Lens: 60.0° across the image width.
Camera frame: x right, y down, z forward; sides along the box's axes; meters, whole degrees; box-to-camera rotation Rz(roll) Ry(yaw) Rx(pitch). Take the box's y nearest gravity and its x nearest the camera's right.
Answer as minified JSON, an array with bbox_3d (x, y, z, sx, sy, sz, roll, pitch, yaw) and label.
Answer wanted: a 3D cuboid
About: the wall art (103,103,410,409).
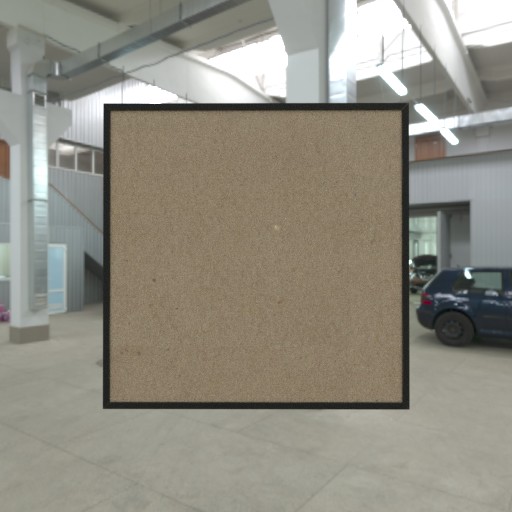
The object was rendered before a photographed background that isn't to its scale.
[{"bbox_3d":[0.000,0.000,0.460,0.305,0.305,0.038,0,0,0],"label":"wall art"}]
